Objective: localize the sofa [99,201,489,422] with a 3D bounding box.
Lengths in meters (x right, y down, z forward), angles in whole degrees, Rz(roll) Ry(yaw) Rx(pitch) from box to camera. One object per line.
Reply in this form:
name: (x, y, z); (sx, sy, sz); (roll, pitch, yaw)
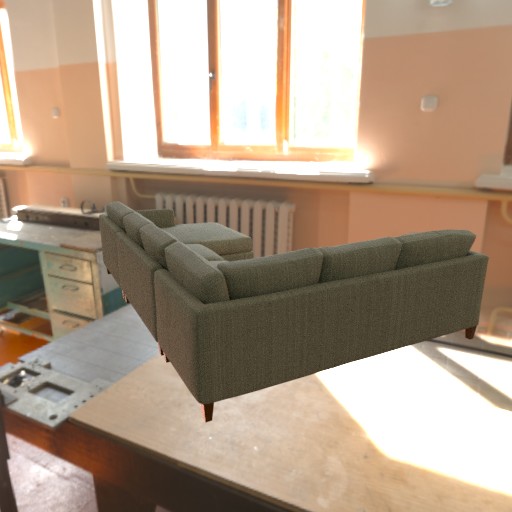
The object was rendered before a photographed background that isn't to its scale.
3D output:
sofa: (0.000, 0.000, 4.595); (2.594, 0.961, 3.460); (-8, 18, -27)
